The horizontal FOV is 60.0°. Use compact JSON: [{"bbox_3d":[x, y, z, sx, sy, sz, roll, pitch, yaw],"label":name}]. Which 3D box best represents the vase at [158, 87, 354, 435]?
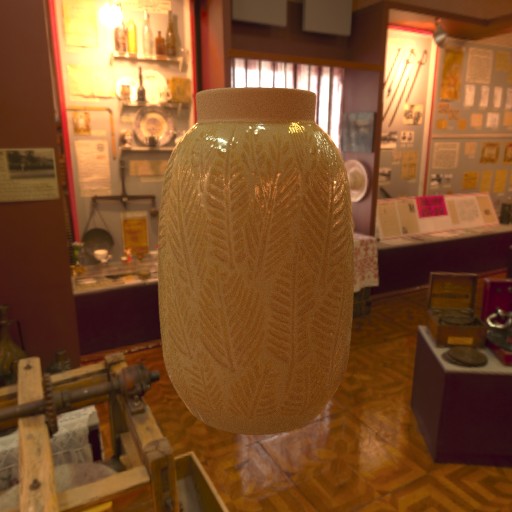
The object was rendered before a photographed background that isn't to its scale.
[{"bbox_3d":[0.000,0.000,0.391,0.172,0.270,0.172,0,14,0],"label":"vase"}]
